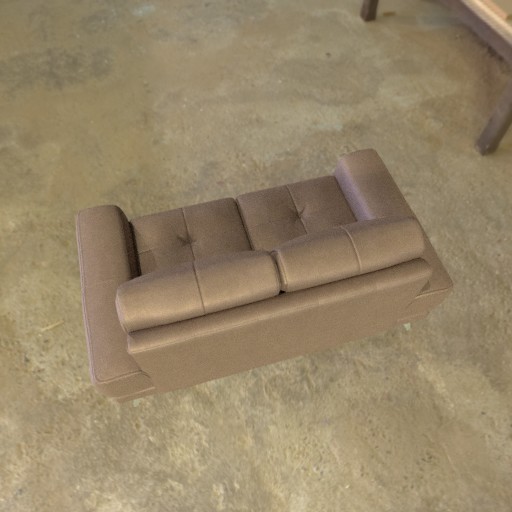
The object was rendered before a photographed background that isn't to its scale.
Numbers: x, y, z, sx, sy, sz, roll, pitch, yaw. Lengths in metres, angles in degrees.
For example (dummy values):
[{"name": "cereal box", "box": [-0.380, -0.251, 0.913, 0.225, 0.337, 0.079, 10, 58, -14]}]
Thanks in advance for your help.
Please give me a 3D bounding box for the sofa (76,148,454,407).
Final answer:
[{"name": "sofa", "box": [0.000, 0.000, 2.367, 1.806, 0.907, 1.018, -14, 59, -8]}]
